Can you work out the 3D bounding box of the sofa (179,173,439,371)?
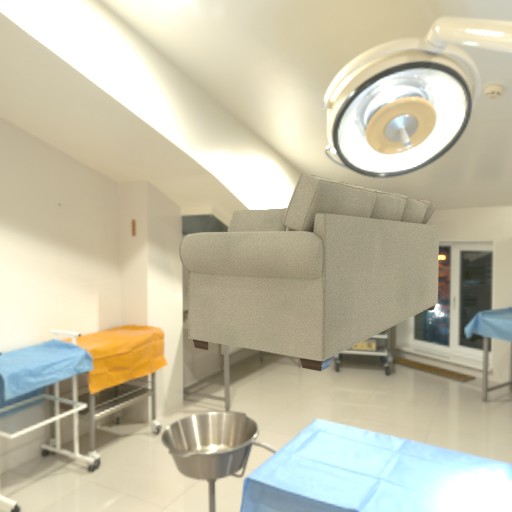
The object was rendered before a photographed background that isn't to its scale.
[{"bbox_3d":[0.000,0.000,3.890,2.487,1.053,2.562,1,3,35],"label":"sofa"}]
